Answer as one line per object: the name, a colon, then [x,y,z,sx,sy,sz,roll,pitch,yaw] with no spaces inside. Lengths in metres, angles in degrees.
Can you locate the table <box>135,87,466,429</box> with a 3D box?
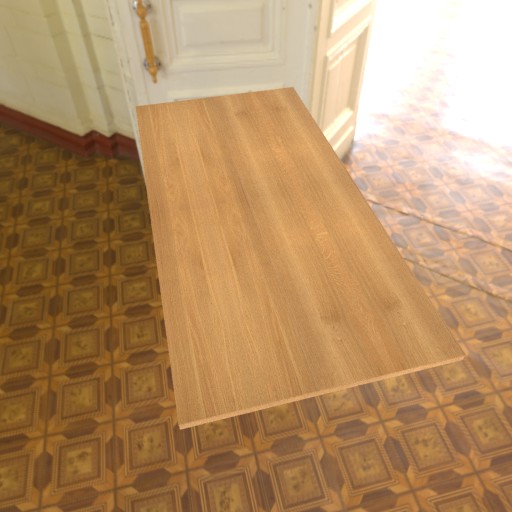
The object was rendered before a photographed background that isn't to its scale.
table: [0.000,0.000,2.177,0.900,0.750,1.800,-11,48,-10]
